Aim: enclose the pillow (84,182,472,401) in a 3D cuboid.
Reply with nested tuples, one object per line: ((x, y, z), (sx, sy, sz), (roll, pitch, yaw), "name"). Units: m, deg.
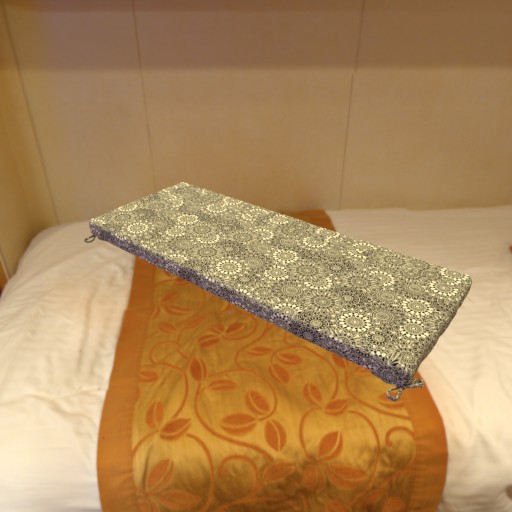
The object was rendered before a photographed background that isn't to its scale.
((0.000, 0.000, 1.370), (1.187, 0.081, 0.492), (22, 37, 32), "pillow")
